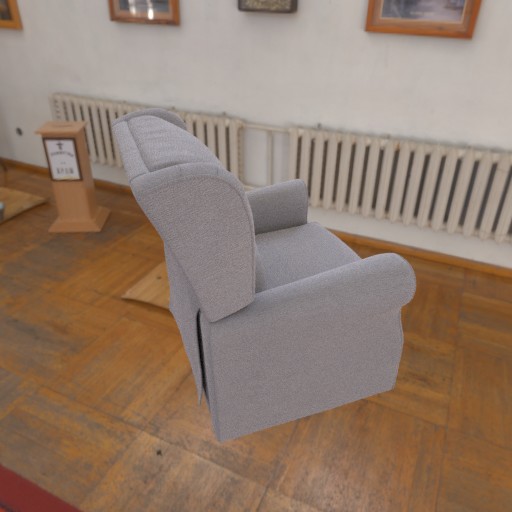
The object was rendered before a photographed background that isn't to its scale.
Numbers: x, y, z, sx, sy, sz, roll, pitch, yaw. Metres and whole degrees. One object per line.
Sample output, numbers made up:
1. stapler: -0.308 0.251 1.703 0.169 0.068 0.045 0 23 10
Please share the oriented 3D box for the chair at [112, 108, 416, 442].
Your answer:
1. chair: 0.000 0.000 1.642 0.854 0.966 0.906 -10 31 -17
